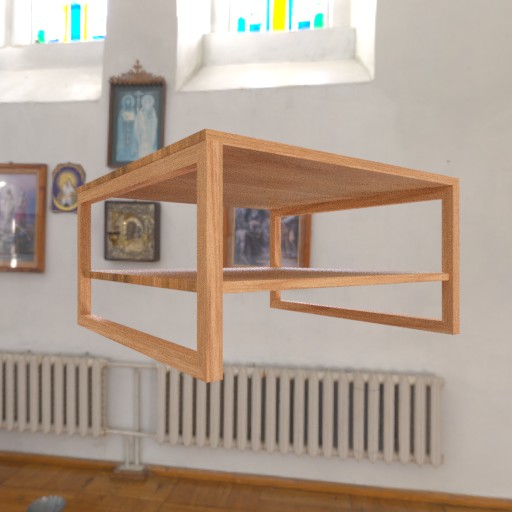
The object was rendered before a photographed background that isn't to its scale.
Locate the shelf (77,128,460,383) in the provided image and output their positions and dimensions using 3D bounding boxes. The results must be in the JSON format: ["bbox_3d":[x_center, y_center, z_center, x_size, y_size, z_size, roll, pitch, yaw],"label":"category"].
[{"bbox_3d":[0.000,0.000,1.463,0.899,0.480,0.899,0,0,-36],"label":"shelf"}]
